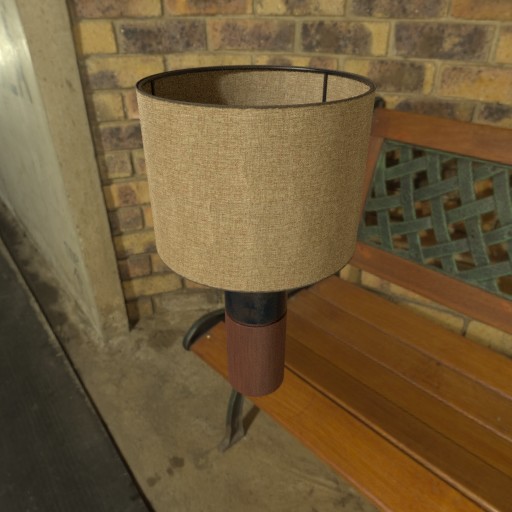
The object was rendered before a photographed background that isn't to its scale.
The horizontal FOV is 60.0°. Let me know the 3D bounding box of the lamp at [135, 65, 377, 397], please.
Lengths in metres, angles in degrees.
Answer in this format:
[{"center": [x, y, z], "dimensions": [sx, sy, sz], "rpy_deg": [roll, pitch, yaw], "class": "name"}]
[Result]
[{"center": [0.000, 0.000, 0.469], "dimensions": [0.202, 0.350, 0.202], "rpy_deg": [0, 30, 0], "class": "lamp"}]
